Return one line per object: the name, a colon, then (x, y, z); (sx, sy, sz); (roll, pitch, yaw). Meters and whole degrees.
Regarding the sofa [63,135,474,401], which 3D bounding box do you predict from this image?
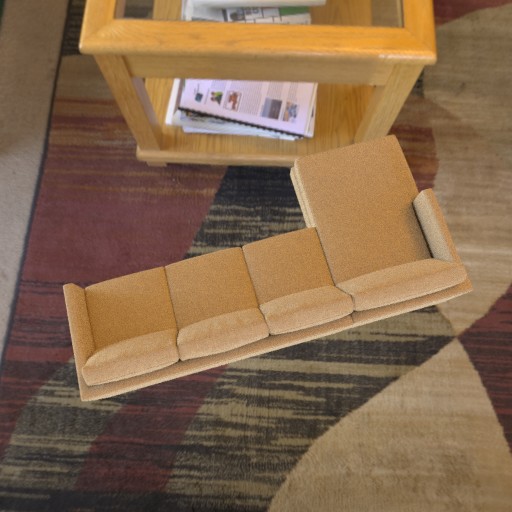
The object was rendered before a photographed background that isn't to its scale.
sofa: (0.000, 0.000, 3.872); (3.186, 0.846, 1.625); (-15, 76, -4)
